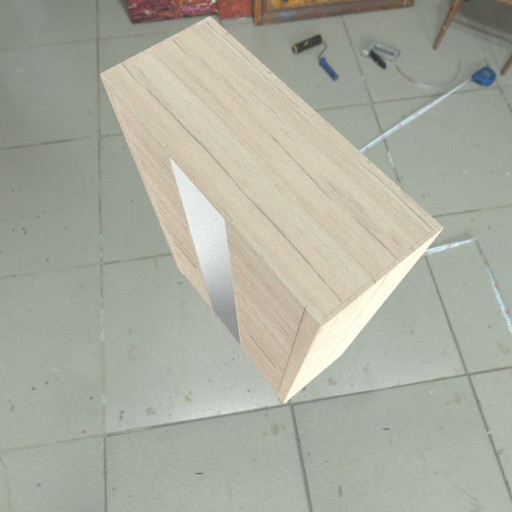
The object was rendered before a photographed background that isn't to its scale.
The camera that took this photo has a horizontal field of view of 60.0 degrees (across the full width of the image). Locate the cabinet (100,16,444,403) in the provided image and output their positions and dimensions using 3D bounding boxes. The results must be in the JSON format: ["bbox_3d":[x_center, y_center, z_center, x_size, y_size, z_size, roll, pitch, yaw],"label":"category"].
[{"bbox_3d":[0.000,0.000,2.655,0.580,2.070,1.400,-36,70,-15],"label":"cabinet"}]
